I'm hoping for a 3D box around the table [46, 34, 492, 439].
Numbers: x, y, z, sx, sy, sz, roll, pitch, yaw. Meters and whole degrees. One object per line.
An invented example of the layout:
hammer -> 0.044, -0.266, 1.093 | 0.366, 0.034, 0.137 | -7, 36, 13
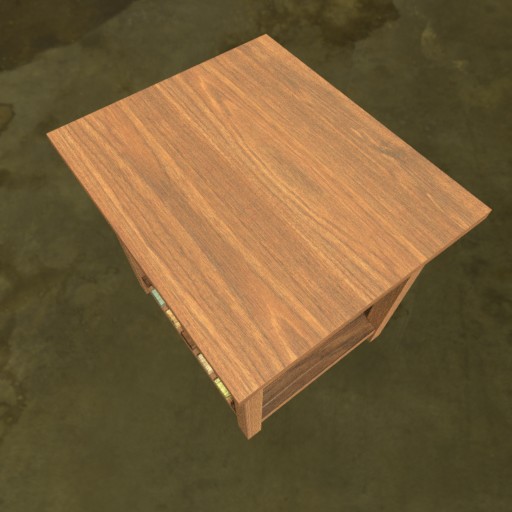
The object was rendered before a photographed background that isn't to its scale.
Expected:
table -> 0.000, 0.000, 1.114 | 0.559, 0.635, 0.660 | -33, 64, -18
